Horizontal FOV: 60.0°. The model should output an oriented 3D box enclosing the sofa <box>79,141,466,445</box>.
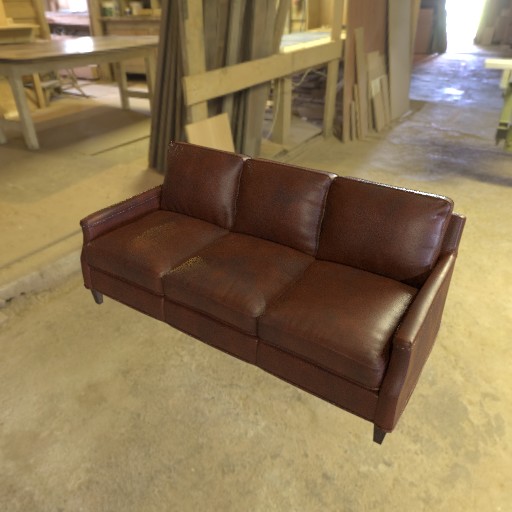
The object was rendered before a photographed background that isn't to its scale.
[{"bbox_3d":[0.000,0.000,2.811,2.240,1.003,1.084,19,35,28],"label":"sofa"}]
